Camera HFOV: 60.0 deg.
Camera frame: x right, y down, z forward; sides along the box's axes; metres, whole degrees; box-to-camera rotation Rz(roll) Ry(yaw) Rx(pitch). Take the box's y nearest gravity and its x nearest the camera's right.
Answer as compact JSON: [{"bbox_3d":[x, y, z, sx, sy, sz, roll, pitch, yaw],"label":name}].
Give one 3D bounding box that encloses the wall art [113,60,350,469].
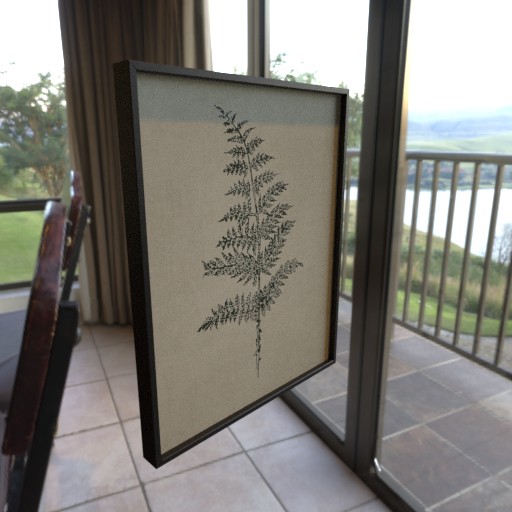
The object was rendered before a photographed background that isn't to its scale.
[{"bbox_3d":[0.000,0.000,0.743,0.449,0.555,0.039,-15,21,-43],"label":"wall art"}]
